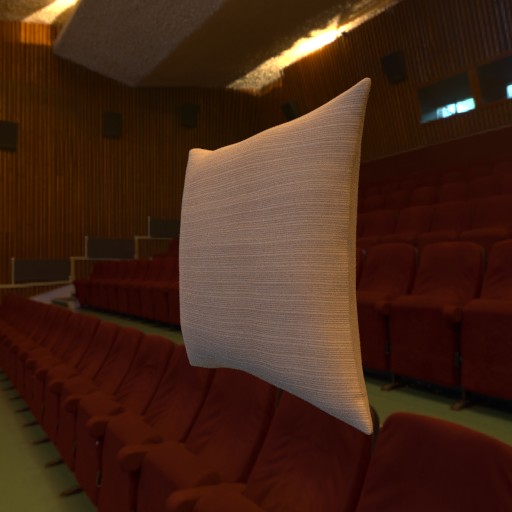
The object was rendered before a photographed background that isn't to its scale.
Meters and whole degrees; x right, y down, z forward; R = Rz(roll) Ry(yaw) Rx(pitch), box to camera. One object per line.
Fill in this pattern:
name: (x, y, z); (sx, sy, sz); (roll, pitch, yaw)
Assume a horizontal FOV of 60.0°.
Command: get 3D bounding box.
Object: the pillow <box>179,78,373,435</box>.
pillow: (0.000, 0.000, 0.811); (0.204, 0.497, 0.512); (1, -1, -37)
